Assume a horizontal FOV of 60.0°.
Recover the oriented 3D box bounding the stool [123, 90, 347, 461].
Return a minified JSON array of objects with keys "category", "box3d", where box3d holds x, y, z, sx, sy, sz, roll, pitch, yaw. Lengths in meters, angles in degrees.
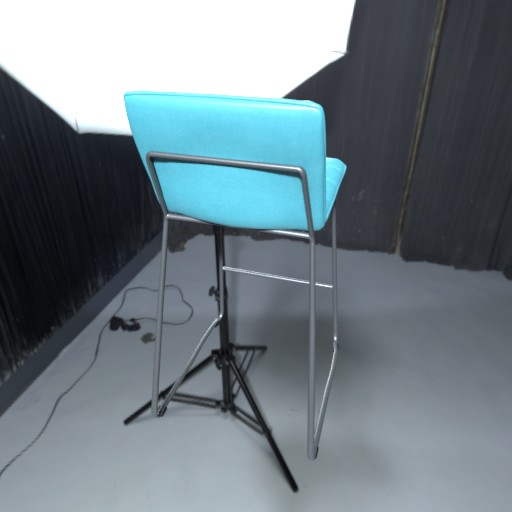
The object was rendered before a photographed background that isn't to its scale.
[{"category":"stool","box3d":[0.000,0.000,1.218,0.489,0.936,0.524,9,32,15]}]
